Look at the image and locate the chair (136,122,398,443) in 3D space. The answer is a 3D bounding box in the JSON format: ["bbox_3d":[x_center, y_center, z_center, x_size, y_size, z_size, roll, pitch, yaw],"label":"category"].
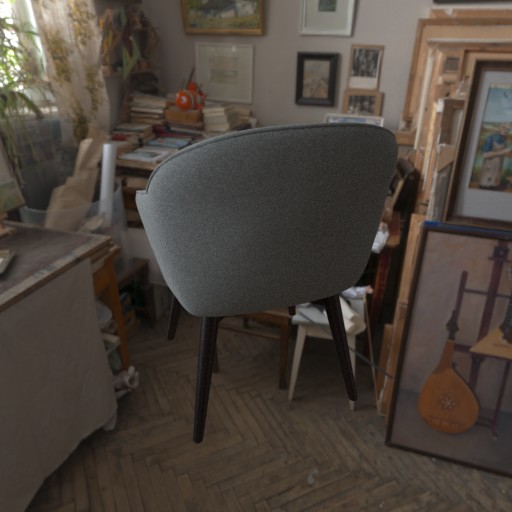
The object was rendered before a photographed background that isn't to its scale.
[{"bbox_3d":[0.000,0.000,1.222,0.589,0.810,0.611,-9,28,-17],"label":"chair"}]
